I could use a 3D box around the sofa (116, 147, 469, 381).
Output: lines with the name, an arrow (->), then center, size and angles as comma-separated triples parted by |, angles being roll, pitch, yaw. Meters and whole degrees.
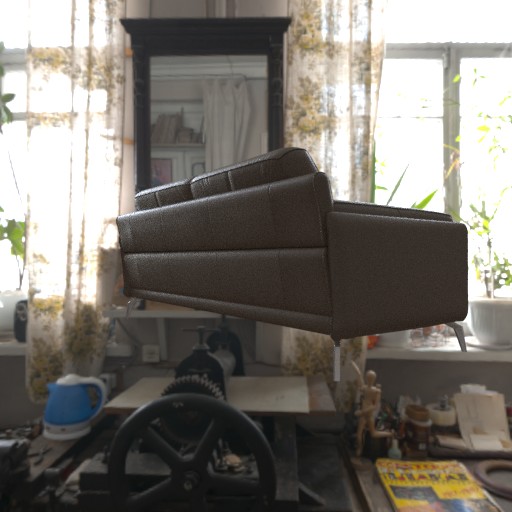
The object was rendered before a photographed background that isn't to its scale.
sofa -> 0.000, 0.000, 2.616 | 1.049, 0.930, 2.101 | 0, 0, -37
